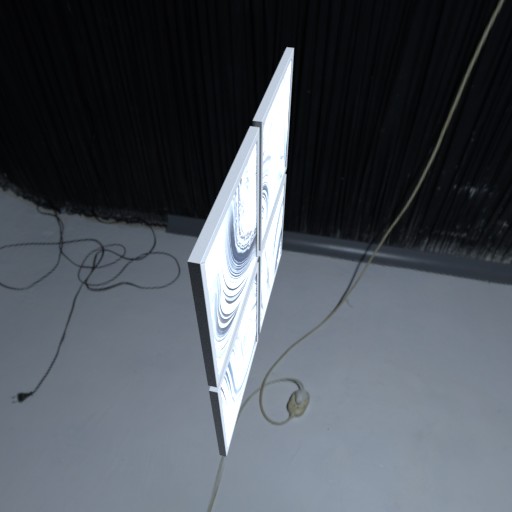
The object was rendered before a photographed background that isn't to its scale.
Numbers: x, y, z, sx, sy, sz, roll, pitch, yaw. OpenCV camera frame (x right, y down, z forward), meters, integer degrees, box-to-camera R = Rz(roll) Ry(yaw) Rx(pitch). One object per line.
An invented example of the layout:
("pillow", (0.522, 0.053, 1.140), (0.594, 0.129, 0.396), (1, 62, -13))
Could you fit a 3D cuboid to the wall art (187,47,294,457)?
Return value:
("wall art", (0.000, 0.000, 1.694), (0.029, 1.118, 1.118), (10, 48, 9))
